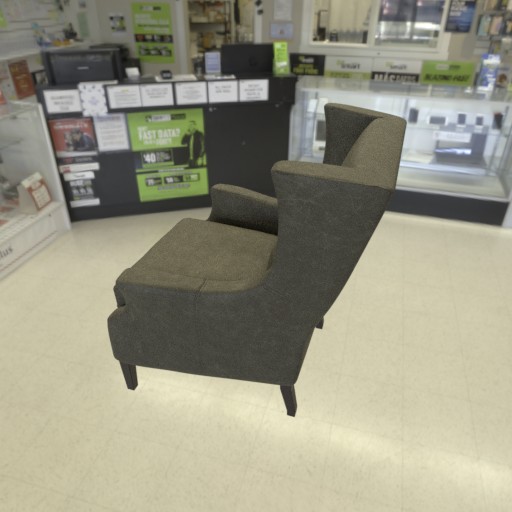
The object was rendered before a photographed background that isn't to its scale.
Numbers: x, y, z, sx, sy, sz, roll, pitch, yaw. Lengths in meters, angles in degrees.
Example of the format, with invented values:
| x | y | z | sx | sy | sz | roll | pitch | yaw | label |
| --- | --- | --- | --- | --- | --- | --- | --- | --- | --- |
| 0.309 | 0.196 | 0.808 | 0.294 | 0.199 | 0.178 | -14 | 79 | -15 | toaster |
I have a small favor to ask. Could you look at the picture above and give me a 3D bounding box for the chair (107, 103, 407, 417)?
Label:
| x | y | z | sx | sy | sz | roll | pitch | yaw | label |
| --- | --- | --- | --- | --- | --- | --- | --- | --- | --- |
| 0.000 | 0.000 | 1.703 | 0.926 | 1.016 | 0.853 | 10 | 33 | 16 | chair |
